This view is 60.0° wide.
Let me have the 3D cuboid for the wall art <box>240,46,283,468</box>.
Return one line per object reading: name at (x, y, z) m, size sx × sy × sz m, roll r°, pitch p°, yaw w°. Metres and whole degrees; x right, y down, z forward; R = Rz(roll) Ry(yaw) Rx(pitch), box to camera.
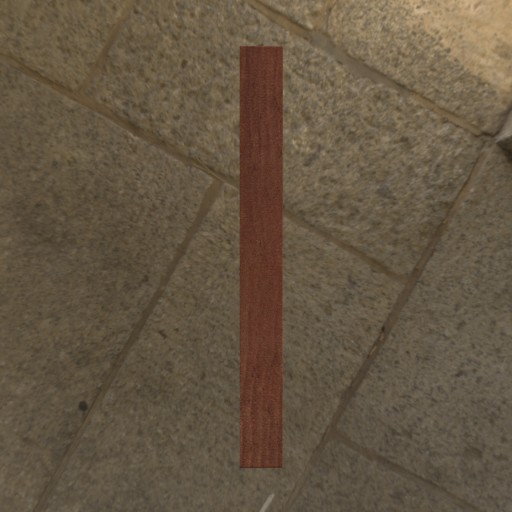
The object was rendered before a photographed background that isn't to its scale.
wall art at (0.000, 0.000, 0.621) m, size 0.039 × 0.449 × 0.377 m, roll 0°, pitch 90°, yaw -1°
